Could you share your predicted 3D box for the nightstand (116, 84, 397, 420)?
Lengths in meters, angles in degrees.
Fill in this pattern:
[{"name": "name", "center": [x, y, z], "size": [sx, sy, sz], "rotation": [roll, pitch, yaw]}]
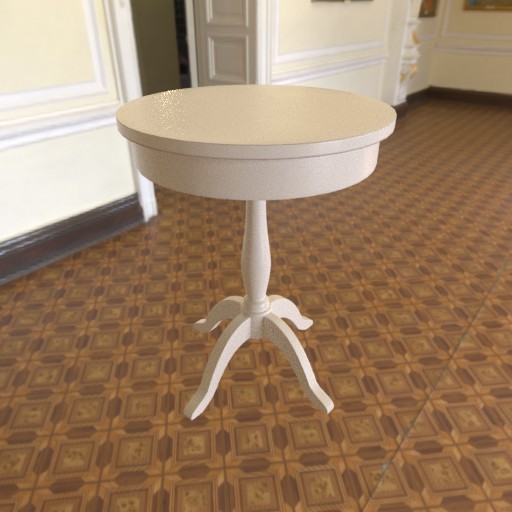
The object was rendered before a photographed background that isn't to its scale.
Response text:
[{"name": "nightstand", "center": [0.000, 0.000, 1.000], "size": [0.513, 0.653, 0.513], "rotation": [-22, 36, -33]}]
